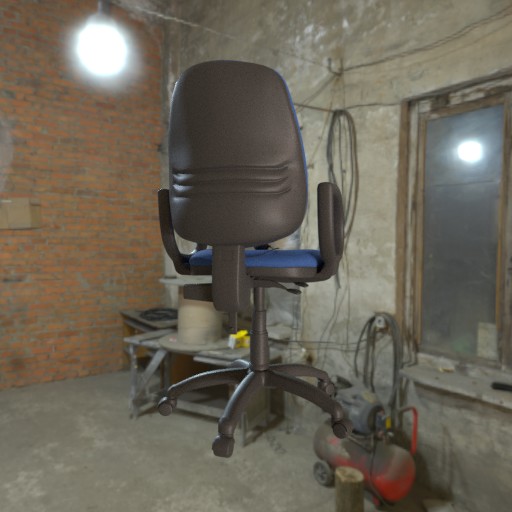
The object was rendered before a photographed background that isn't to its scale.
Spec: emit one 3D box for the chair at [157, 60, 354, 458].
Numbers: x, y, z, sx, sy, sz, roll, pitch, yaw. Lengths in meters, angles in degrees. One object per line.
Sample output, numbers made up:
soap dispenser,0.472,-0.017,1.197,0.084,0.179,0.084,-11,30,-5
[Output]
chair,0.000,0.000,1.239,0.552,0.905,0.549,0,2,17
